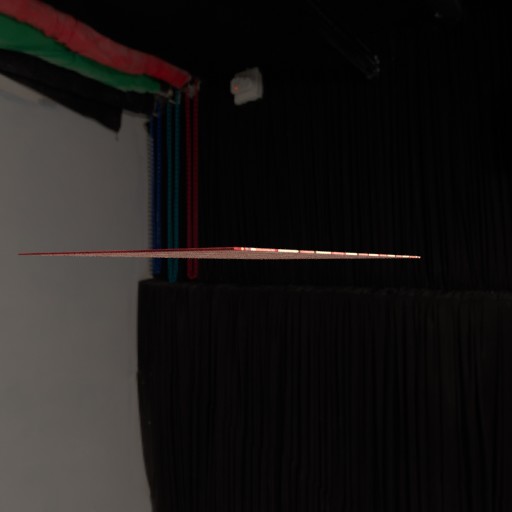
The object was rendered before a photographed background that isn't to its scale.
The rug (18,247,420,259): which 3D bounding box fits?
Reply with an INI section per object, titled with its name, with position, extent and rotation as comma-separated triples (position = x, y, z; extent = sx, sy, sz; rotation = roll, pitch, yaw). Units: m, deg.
[rug]
position = 0.000, 0.000, 3.016
extent = 1.535, 0.010, 2.431
rotation = -1, -1, 35
